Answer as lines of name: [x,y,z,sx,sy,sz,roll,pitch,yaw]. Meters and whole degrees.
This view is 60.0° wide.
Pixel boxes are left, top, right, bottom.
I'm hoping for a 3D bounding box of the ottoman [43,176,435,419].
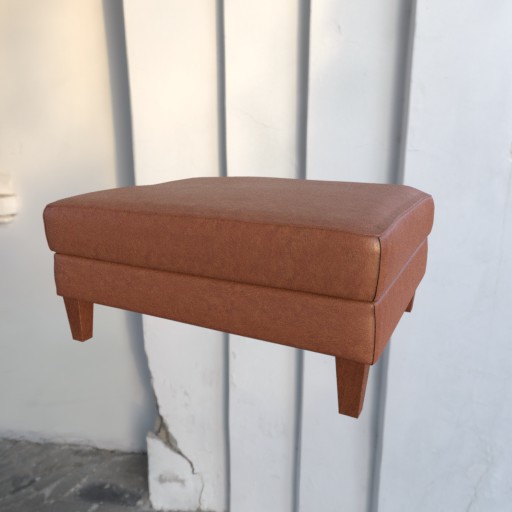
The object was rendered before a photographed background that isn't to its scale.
ottoman: [0.000,0.000,1.443,0.987,0.472,0.836,7,16,27]
